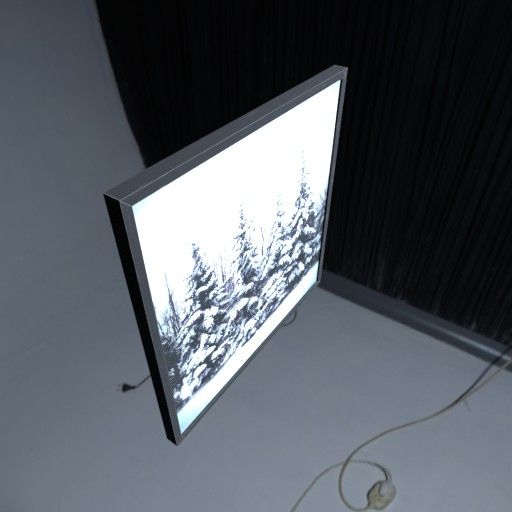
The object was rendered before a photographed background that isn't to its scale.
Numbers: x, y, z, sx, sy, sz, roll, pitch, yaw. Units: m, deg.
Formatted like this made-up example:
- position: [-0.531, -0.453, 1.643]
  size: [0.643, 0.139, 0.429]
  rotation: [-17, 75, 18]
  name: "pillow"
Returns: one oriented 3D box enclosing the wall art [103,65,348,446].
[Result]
- position: [0.000, 0.000, 1.156]
  size: [0.037, 0.761, 0.761]
  rotation: [25, 46, 26]
  name: "wall art"
